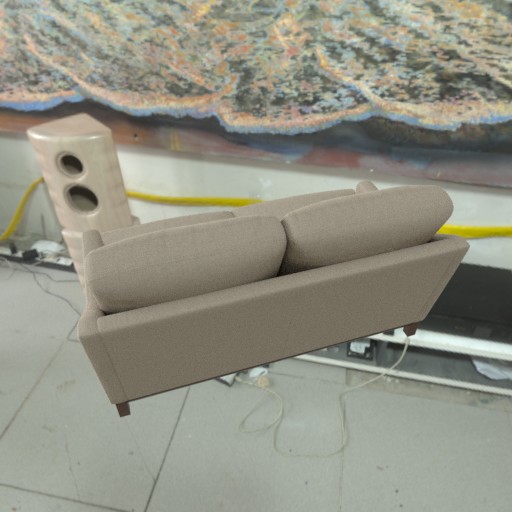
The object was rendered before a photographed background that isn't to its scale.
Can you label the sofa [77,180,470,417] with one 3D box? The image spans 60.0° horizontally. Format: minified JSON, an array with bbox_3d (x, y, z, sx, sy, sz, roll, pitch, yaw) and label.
[{"bbox_3d":[0.000,0.000,2.194,1.619,0.910,1.004,-12,41,-14],"label":"sofa"}]
